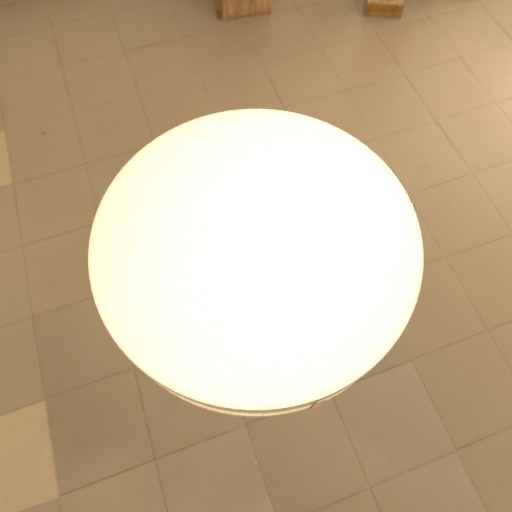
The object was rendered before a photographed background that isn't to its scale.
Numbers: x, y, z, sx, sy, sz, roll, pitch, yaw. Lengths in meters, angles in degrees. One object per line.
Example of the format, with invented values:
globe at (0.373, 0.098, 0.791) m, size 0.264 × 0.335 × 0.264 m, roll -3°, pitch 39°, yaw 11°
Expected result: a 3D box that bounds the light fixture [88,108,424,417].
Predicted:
light fixture at (0.000, 0.000, 0.517) m, size 0.356 × 0.102 × 0.356 m, roll 0°, pitch 65°, yaw 0°
